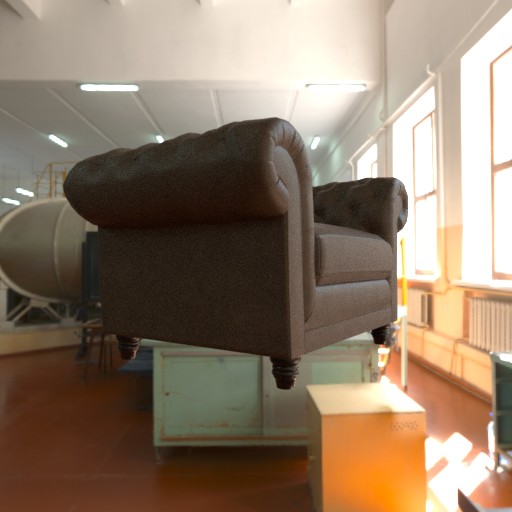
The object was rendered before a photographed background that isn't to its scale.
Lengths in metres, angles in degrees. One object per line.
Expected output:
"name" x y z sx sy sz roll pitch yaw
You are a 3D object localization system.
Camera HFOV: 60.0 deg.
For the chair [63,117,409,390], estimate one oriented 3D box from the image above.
"chair" 0.000 0.000 1.870 0.954 0.784 1.298 -1 -1 34
